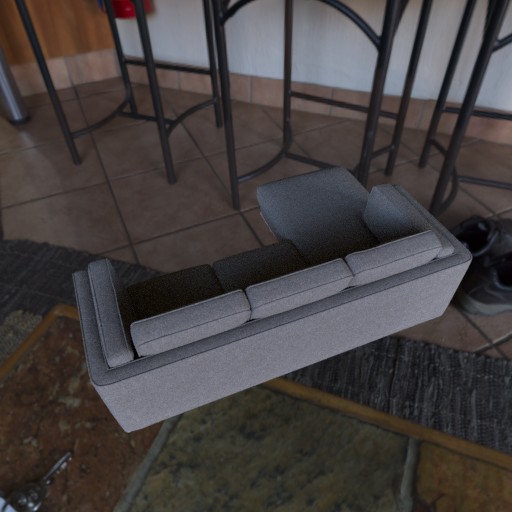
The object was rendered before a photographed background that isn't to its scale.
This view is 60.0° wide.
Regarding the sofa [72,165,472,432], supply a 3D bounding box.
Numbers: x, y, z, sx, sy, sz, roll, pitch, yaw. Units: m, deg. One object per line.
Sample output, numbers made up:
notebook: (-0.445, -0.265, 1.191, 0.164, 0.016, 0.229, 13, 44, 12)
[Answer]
sofa: (0.000, 0.000, 3.206, 2.411, 0.929, 1.604, -16, 48, -15)
